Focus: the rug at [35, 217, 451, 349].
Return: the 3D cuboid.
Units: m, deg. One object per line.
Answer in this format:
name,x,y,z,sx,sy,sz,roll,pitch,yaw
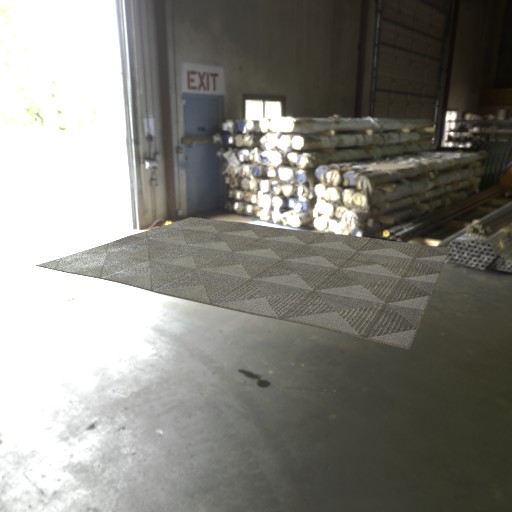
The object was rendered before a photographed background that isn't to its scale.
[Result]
rug,0.000,0.000,4.367,3.333,0.027,2.428,9,19,27
